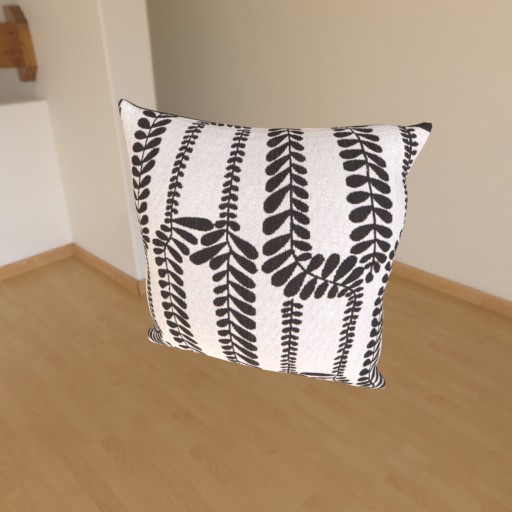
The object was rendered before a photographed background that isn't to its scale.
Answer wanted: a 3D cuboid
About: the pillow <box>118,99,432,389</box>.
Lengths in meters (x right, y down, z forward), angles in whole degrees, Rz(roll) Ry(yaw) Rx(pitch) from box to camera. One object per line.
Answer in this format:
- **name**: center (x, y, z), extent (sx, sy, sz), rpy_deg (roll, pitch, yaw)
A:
- **pillow**: center (0.000, 0.000, 0.680), extent (0.440, 0.441, 0.182), rpy_deg (9, 29, 16)
